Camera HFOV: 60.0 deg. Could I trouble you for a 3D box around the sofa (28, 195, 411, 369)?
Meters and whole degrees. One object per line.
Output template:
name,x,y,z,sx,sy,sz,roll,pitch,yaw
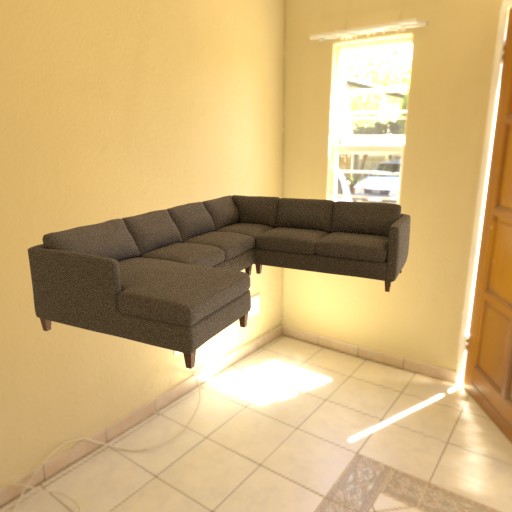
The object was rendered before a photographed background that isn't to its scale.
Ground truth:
sofa,0.000,0.000,4.446,2.551,0.853,3.238,7,16,25
